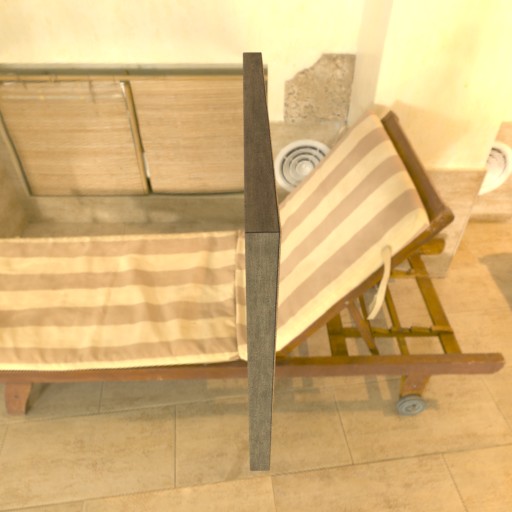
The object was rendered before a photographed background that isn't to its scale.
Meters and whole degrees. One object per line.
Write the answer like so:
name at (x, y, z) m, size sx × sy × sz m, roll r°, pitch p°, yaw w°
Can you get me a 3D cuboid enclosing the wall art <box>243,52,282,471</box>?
wall art at (0.000, 0.000, 1.121) m, size 0.050 × 0.751 × 0.749 m, roll -1°, pitch 42°, yaw -1°
